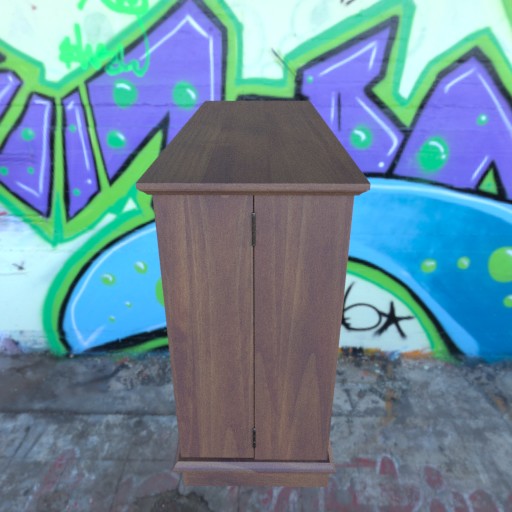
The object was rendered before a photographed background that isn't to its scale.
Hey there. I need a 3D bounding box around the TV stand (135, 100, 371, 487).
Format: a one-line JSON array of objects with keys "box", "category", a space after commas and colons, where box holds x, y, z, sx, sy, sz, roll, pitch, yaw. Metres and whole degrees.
[{"box": [0.000, 0.000, 1.423, 0.406, 0.813, 1.067, 0, 27, 1], "category": "TV stand"}]
